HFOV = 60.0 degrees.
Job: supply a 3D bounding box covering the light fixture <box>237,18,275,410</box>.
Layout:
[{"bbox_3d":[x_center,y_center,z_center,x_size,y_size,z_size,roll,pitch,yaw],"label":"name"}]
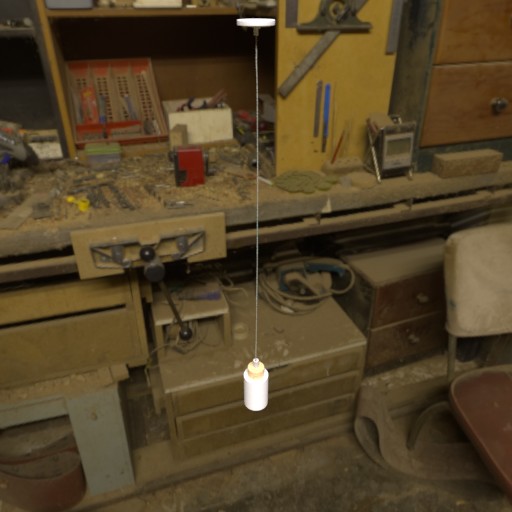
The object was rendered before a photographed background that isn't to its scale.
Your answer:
[{"bbox_3d":[0.000,0.000,1.908,0.125,1.798,0.125,-9,32,-14],"label":"light fixture"}]
